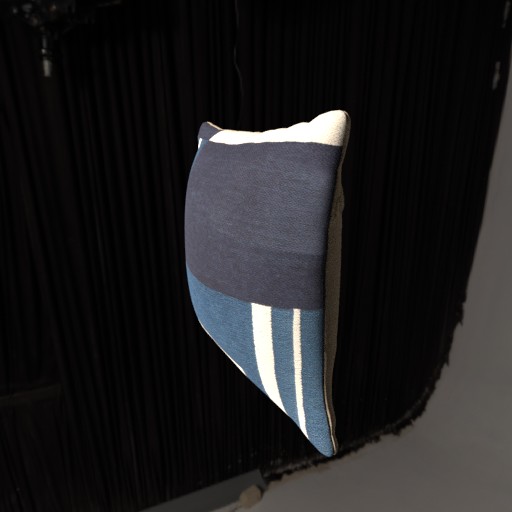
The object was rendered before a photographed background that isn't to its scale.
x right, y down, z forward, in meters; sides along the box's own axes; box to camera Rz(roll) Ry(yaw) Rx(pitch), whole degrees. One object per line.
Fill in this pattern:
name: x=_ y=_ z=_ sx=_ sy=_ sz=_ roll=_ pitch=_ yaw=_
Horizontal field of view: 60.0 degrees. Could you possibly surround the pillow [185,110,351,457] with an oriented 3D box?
pillow: x=0.000 y=0.000 z=0.835 sx=0.229 sy=0.506 sz=0.536 roll=-8 pitch=18 yaw=-25
